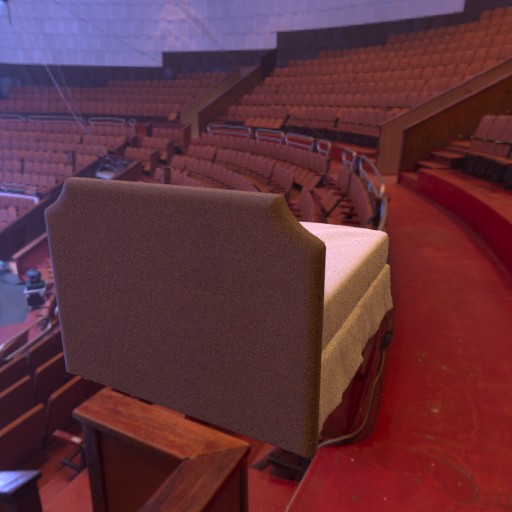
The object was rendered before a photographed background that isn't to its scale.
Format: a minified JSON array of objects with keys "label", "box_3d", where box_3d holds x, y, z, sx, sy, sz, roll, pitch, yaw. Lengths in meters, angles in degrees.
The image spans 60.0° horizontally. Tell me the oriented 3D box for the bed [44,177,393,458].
[{"label":"bed","box_3d":[0.000,0.000,3.200,1.693,1.290,2.116,9,20,26]}]
